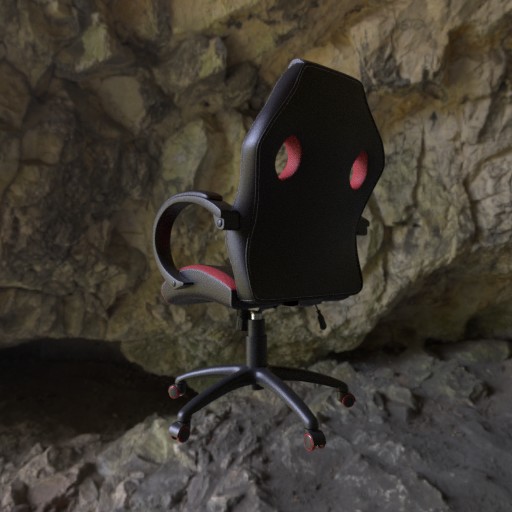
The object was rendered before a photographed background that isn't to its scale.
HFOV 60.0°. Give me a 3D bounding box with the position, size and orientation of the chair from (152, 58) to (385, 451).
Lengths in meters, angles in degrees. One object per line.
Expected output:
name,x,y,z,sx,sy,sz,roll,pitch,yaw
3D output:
chair,0.000,0.000,1.669,0.750,1.189,0.783,0,0,-37
